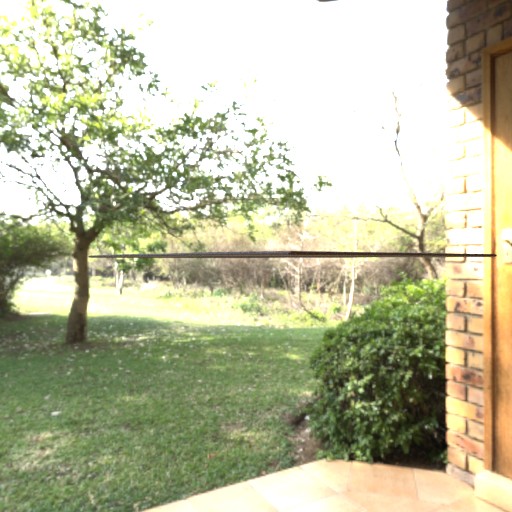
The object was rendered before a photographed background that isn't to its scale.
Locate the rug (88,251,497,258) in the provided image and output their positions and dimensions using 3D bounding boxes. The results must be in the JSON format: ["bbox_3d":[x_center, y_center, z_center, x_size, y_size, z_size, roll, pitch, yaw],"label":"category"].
[{"bbox_3d":[0.000,0.000,2.998,1.521,0.023,2.464,0,0,-36],"label":"rug"}]
